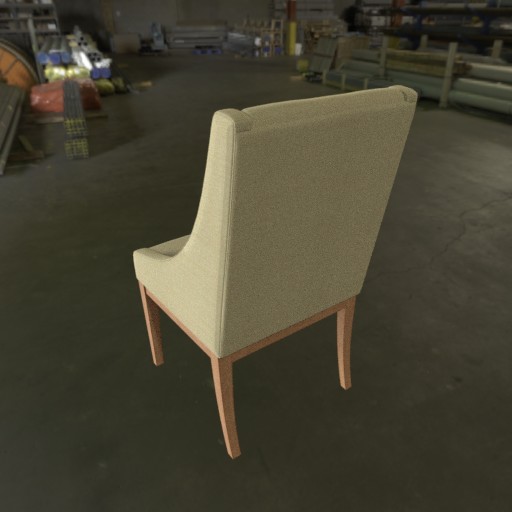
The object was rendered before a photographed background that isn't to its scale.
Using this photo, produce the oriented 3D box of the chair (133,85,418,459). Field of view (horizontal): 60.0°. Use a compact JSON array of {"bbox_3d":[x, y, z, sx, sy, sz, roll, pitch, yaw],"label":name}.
[{"bbox_3d":[0.000,0.000,1.376,0.575,1.021,0.611,-19,35,-30],"label":"chair"}]
